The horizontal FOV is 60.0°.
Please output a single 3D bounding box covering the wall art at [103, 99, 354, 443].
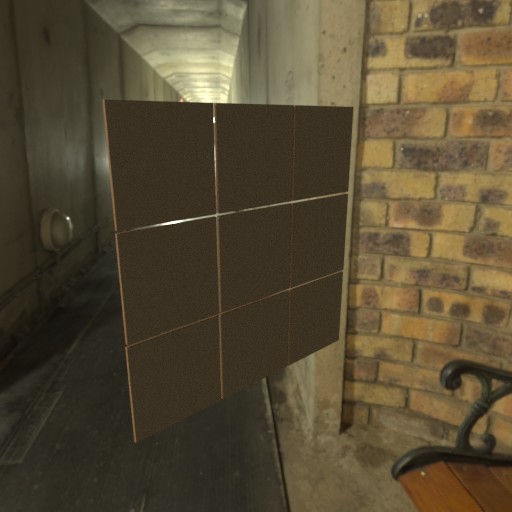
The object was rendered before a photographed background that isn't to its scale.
[{"bbox_3d":[0.000,0.000,1.414,0.919,0.917,0.010,-15,23,-40],"label":"wall art"}]
